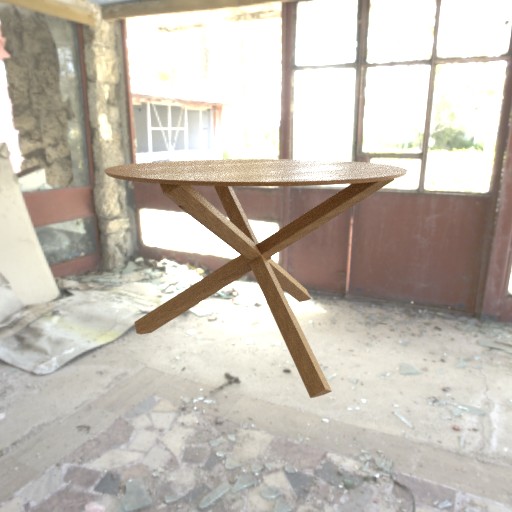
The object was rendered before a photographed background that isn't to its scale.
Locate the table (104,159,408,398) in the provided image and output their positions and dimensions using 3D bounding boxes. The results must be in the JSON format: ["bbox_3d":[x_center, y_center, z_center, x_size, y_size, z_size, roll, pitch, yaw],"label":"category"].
[{"bbox_3d":[0.000,0.000,1.683,1.038,0.666,1.038,0,15,0],"label":"table"}]
